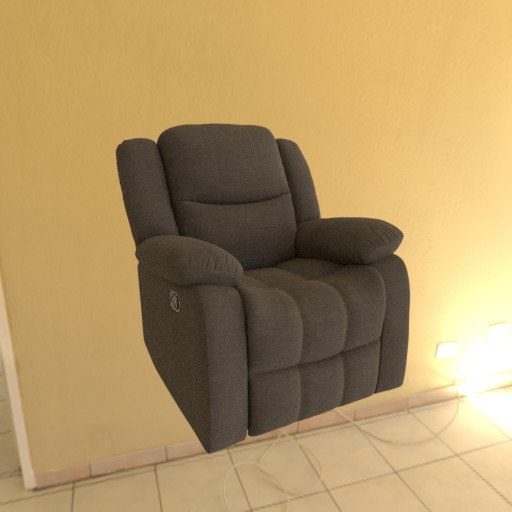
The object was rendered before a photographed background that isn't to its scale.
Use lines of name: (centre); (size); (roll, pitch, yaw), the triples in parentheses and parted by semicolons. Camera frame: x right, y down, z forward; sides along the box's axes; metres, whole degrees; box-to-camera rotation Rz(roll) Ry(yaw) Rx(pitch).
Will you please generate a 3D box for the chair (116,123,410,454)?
chair: (0.000, 0.000, 1.741); (0.899, 1.008, 0.944); (-8, 17, -27)
